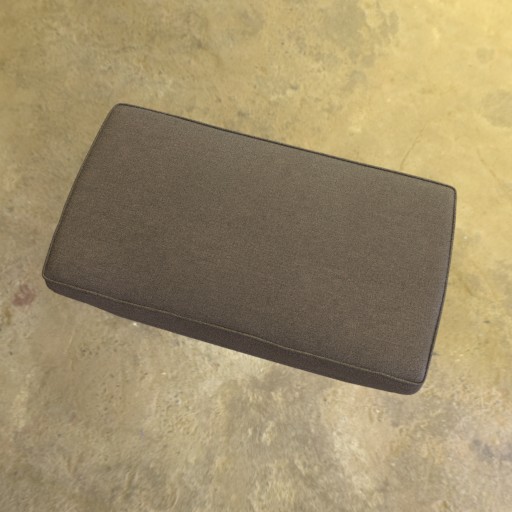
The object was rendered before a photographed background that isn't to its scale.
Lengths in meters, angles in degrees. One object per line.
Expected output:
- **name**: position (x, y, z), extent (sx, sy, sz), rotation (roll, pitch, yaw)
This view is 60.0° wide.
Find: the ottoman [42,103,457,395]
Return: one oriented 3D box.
- **ottoman**: position (0.000, 0.000, 1.153), extent (0.864, 0.448, 0.490), rotation (15, 74, 4)
